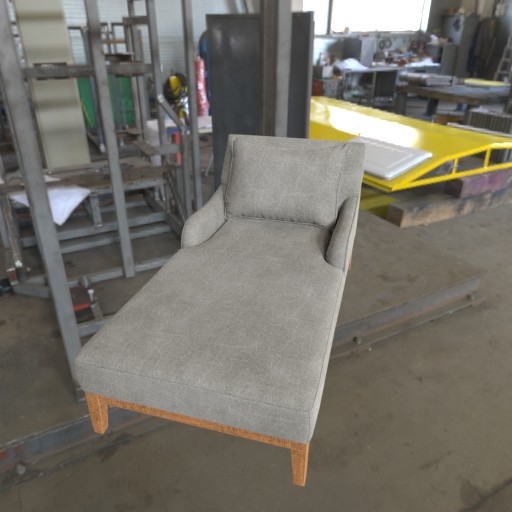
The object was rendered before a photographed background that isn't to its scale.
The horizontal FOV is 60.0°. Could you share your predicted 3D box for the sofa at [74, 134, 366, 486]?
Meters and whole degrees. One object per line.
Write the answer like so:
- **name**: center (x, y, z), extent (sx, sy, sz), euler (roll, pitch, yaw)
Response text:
- **sofa**: center (0.000, 0.000, 2.211), extent (0.894, 0.859, 1.779), euler (8, 29, 14)
